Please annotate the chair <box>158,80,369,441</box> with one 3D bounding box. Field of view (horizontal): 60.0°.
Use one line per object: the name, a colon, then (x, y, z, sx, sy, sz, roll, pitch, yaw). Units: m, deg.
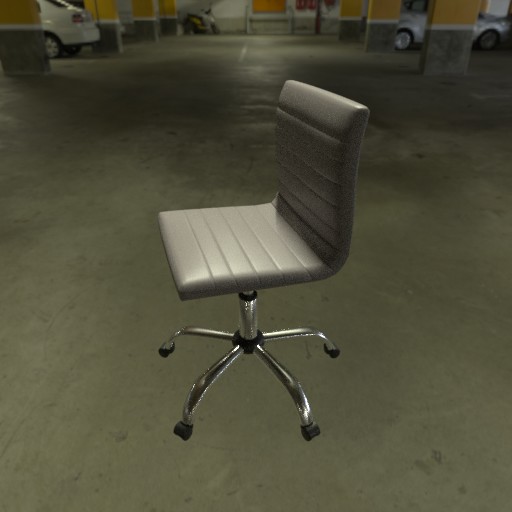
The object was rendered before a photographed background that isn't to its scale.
chair: (0.000, 0.000, 1.115, 0.530, 0.780, 0.556, -9, 30, -15)
